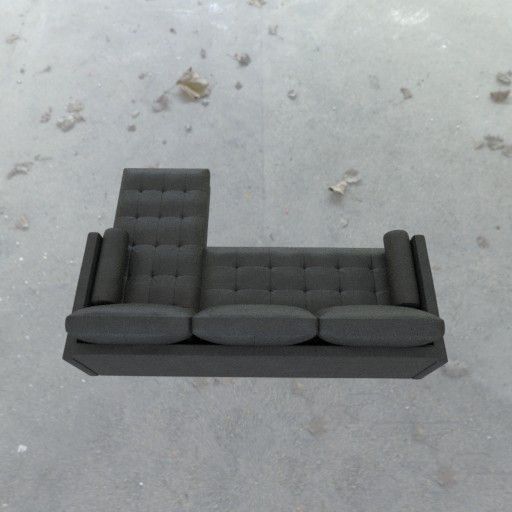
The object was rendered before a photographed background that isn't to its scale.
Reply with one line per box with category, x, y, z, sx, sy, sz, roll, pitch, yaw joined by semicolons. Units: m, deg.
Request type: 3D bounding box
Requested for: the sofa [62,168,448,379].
sofa;0.000;0.000;2.960;2.178;0.876;1.497;0;63;0
